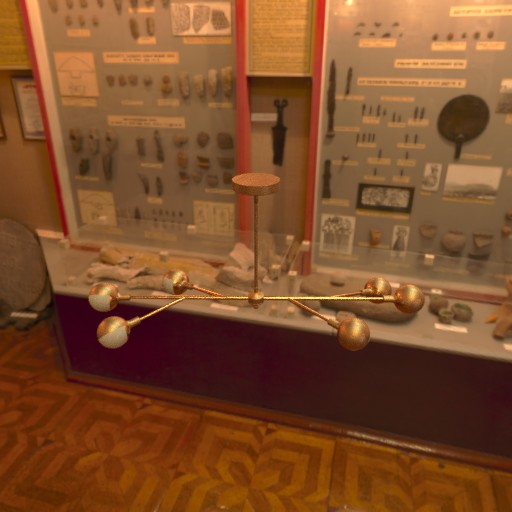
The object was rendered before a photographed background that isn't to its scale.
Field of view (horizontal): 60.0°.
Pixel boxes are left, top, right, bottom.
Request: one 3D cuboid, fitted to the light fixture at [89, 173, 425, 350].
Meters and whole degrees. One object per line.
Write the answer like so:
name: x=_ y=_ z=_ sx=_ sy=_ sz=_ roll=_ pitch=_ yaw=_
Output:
light fixture: x=0.000 y=0.000 z=1.020 sx=0.778 sy=0.362 sz=0.434 roll=7 pitch=27 yaw=15
